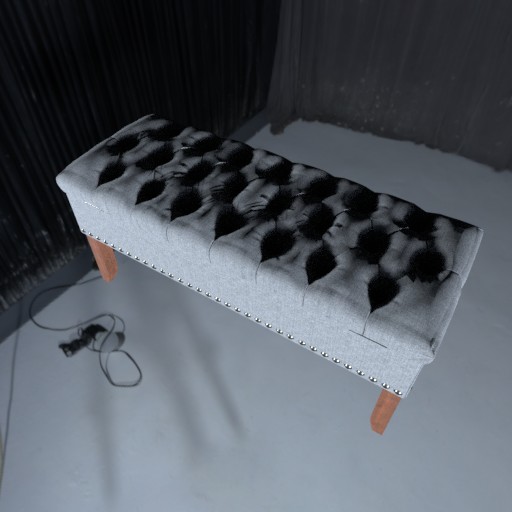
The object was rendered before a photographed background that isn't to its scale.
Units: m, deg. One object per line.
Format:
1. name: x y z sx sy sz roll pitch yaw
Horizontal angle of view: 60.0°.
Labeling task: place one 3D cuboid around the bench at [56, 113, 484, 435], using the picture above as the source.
1. bench: 0.000 0.000 1.287 1.052 0.470 0.417 24 51 21
